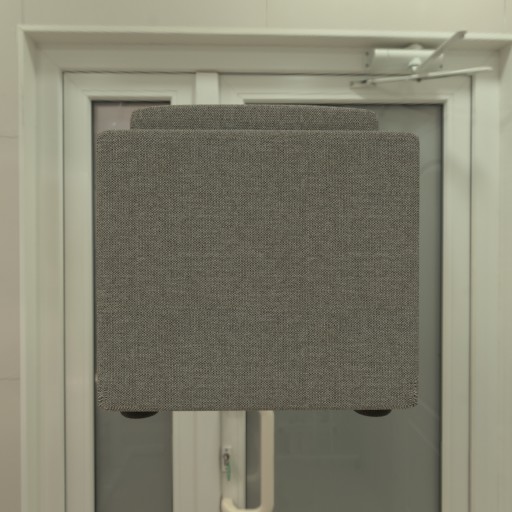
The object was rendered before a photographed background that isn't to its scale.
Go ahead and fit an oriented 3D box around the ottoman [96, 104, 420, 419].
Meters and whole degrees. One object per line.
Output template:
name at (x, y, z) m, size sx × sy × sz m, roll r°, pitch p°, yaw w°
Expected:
ottoman at (0.000, 0.000, 0.826) m, size 0.450 × 0.460 × 0.450 m, roll 0°, pitch 1°, yaw -1°
